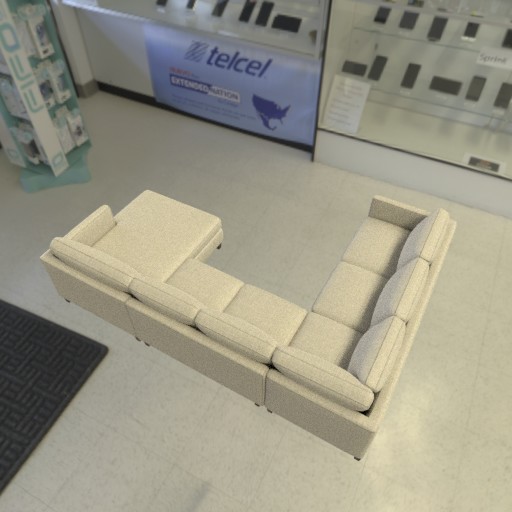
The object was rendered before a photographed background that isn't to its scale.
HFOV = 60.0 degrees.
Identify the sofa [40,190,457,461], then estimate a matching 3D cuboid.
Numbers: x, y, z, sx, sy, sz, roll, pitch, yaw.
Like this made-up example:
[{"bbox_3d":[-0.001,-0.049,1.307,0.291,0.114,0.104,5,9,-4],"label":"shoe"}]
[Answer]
[{"bbox_3d":[0.000,0.000,4.590,3.403,0.889,2.551,23,52,19],"label":"sofa"}]
